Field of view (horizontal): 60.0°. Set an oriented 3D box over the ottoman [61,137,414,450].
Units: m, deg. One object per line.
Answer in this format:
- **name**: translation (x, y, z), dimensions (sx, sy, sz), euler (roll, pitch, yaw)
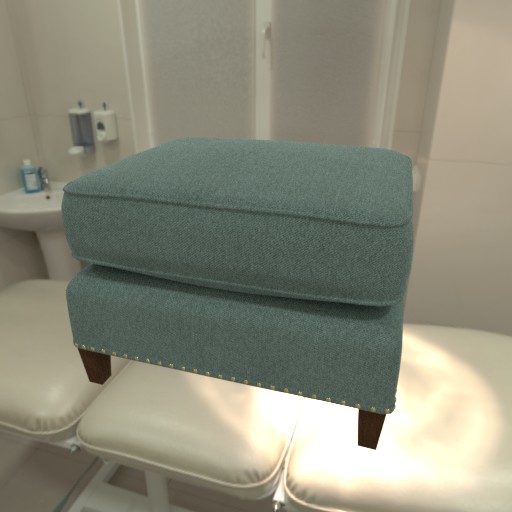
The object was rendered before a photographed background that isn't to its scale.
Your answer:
- **ottoman**: translation (0.000, 0.000, 1.127), dimensions (0.738, 0.537, 0.589), euler (8, 26, 16)
